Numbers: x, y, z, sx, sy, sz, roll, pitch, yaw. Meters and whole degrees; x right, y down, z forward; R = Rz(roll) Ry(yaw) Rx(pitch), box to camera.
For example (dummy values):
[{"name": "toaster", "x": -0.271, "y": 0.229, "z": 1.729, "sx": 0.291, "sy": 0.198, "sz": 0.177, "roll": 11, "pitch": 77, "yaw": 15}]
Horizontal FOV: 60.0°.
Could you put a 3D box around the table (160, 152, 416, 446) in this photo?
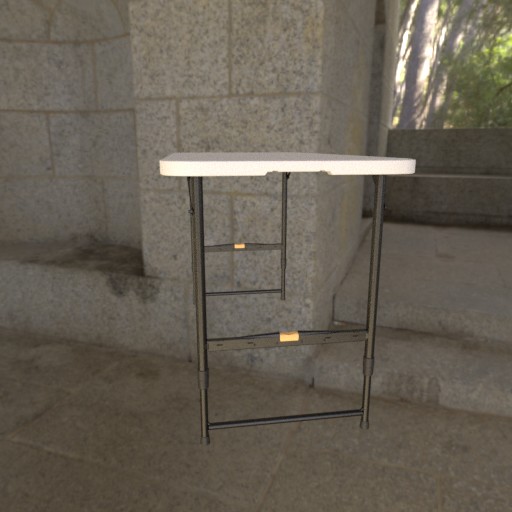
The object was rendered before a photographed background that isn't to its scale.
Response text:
[{"name": "table", "x": 0.000, "y": 0.000, "z": 1.653, "sx": 0.611, "sy": 0.737, "sz": 1.245, "roll": -2, "pitch": 14, "yaw": -9}]
